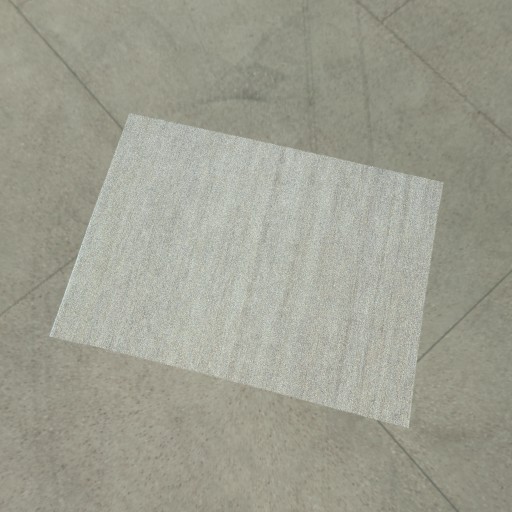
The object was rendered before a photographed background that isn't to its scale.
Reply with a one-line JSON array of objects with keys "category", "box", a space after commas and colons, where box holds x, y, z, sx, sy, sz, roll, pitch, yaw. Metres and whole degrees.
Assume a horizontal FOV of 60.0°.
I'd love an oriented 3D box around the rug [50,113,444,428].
[{"category": "rug", "box": [0.000, 0.000, 2.890, 2.264, 0.030, 1.624, 13, 76, 3]}]
